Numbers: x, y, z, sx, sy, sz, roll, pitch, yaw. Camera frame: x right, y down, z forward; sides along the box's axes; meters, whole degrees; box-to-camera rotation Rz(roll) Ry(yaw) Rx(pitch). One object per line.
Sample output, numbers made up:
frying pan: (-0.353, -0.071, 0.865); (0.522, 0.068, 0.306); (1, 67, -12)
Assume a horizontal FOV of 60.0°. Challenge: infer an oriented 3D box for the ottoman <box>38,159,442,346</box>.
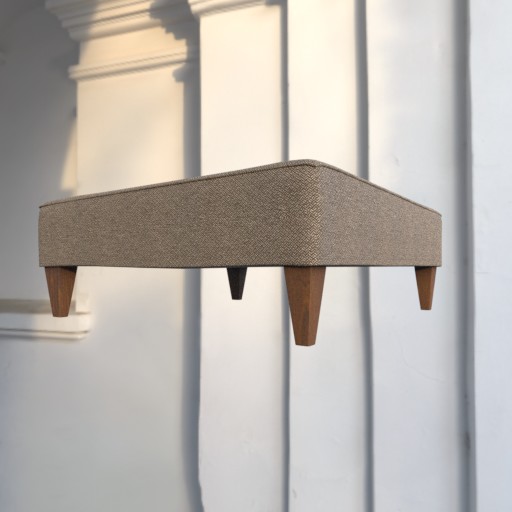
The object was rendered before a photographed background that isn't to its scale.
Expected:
ottoman: (0.000, 0.000, 1.471); (0.970, 0.378, 0.981); (-1, -2, 35)
